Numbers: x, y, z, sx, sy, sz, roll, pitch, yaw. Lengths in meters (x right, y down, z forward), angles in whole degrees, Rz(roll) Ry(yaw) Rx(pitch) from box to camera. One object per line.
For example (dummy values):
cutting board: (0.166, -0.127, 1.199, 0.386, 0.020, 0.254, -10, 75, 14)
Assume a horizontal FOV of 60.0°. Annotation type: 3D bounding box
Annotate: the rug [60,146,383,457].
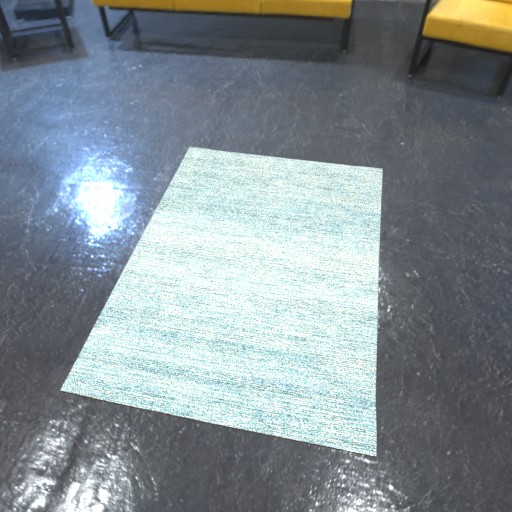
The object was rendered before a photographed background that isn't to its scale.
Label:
rug: (0.000, 0.000, 2.912, 1.611, 0.026, 2.260, 9, 48, 8)
